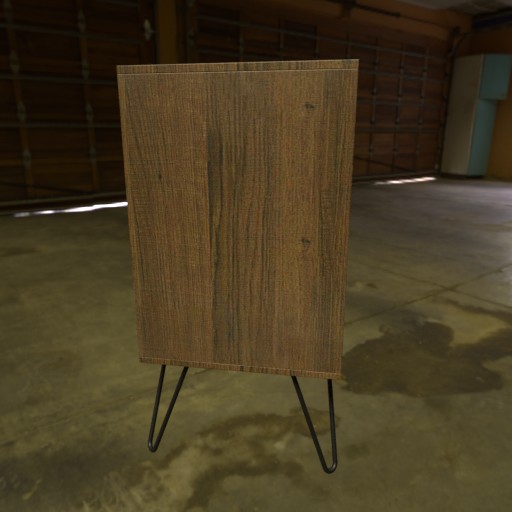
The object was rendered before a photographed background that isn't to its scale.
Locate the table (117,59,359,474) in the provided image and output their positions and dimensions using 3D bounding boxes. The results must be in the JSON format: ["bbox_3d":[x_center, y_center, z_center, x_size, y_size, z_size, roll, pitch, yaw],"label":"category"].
[{"bbox_3d":[0.000,0.000,1.164,0.457,0.866,0.526,3,15,9],"label":"table"}]
